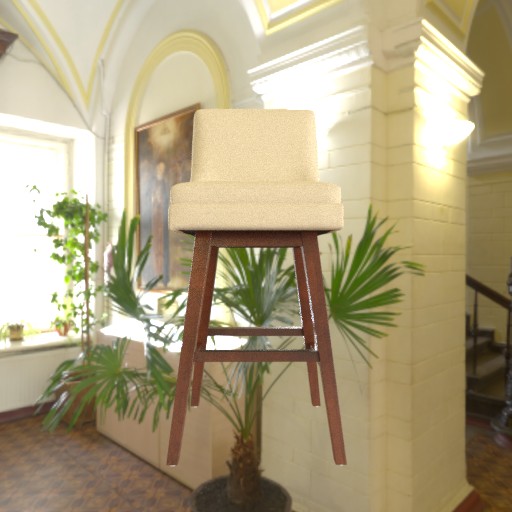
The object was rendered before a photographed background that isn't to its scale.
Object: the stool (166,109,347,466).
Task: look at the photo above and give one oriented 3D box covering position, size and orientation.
[{"bbox_3d":[0.000,0.000,1.410,0.470,1.097,0.559,0,0,0],"label":"stool"}]
